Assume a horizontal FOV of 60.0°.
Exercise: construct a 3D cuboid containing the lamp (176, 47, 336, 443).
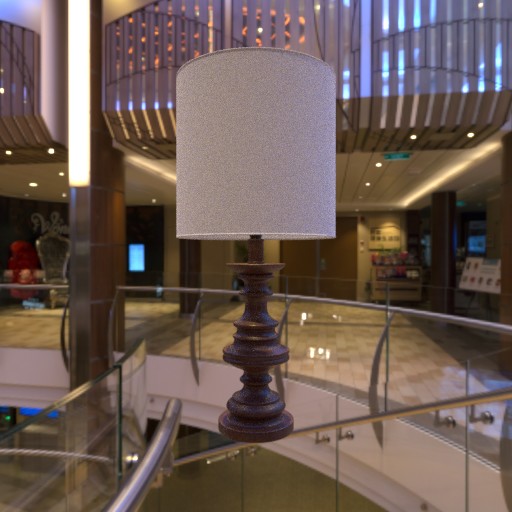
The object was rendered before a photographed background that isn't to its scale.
[{"bbox_3d":[0.000,0.000,0.587,0.208,0.455,0.208,0,0,-37],"label":"lamp"}]
